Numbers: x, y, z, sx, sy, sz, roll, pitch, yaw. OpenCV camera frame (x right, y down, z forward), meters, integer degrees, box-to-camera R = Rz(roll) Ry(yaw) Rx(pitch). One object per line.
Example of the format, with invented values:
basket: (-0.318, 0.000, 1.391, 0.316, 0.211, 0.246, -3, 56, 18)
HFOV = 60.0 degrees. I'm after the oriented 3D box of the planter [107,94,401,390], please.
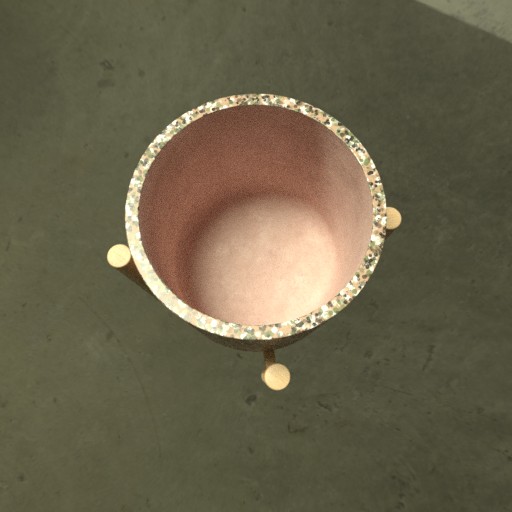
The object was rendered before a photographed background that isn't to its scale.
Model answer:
planter: (0.000, 0.000, 0.531, 0.284, 0.320, 0.284, 14, 75, 4)
